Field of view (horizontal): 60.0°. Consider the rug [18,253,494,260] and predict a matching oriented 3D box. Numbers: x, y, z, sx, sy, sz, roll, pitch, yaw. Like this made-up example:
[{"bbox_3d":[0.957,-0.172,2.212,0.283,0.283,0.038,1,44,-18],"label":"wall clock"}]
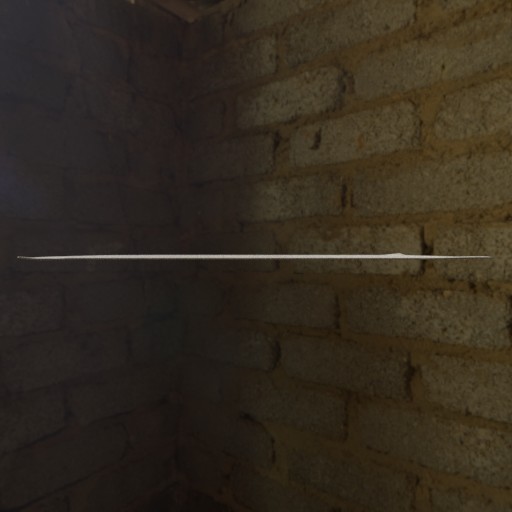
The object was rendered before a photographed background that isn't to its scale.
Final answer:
[{"bbox_3d":[0.000,0.000,2.404,1.947,0.023,1.214,0,1,1],"label":"rug"}]
